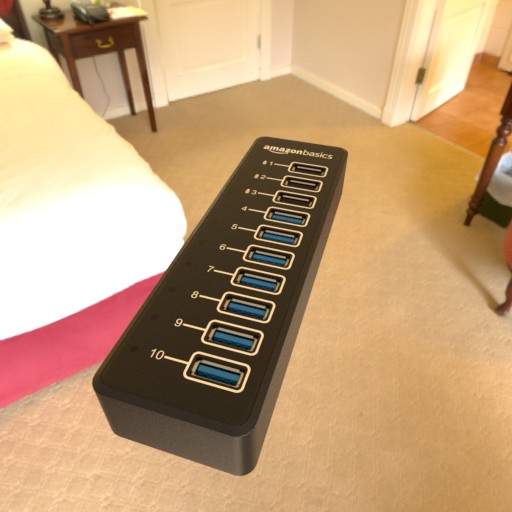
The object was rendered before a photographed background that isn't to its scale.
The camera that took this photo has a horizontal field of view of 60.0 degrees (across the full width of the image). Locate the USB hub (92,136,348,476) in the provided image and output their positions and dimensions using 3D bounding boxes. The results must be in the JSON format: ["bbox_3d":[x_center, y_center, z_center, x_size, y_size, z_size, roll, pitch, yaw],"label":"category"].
[{"bbox_3d":[0.000,0.000,0.165,0.044,0.023,0.145,12,43,13],"label":"USB hub"}]
